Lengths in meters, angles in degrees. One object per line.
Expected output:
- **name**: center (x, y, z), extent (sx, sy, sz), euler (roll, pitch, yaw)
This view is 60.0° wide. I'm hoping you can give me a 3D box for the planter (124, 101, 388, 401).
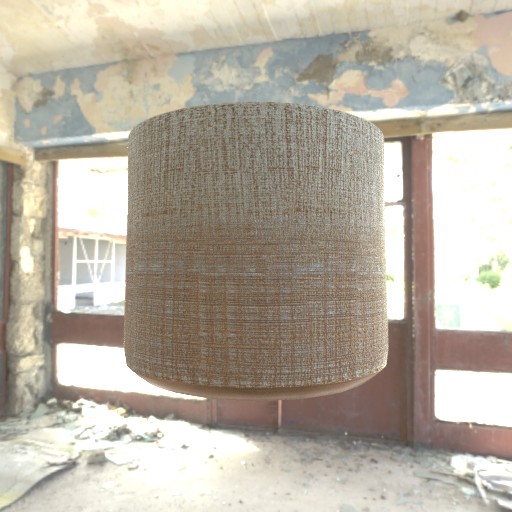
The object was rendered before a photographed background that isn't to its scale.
- **planter**: center (0.000, 0.000, 0.191), extent (0.109, 0.096, 0.109), euler (0, -1, 0)
